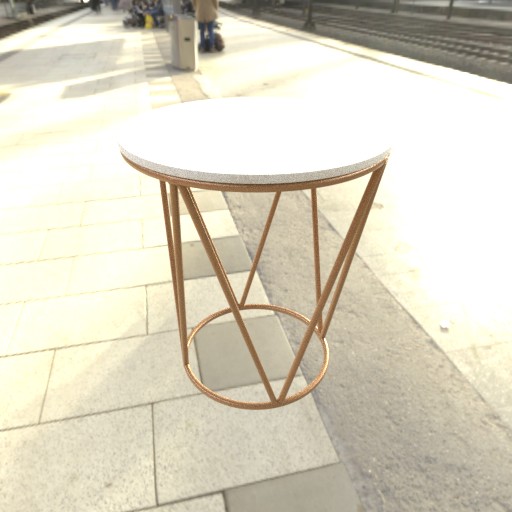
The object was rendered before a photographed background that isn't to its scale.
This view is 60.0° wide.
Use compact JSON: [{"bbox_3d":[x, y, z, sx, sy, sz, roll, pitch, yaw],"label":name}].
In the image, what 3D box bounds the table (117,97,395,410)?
[{"bbox_3d":[0.000,0.000,0.968,0.500,0.564,0.500,0,31,0],"label":"table"}]
